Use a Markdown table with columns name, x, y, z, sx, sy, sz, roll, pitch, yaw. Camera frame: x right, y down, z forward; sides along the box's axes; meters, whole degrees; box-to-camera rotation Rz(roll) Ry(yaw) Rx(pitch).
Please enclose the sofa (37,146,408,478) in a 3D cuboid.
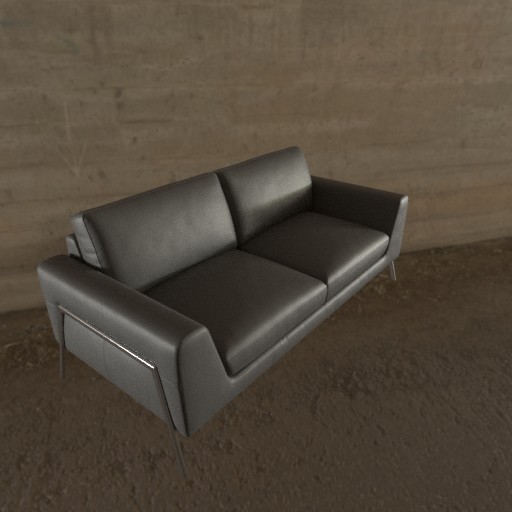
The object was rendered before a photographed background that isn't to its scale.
| name | x | y | z | sx | sy | sz | roll | pitch | yaw |
| --- | --- | --- | --- | --- | --- | --- | --- | --- | --- |
| sofa | 0.000 | 0.000 | 2.495 | 0.953 | 0.875 | 2.017 | 20 | 33 | 34 |
